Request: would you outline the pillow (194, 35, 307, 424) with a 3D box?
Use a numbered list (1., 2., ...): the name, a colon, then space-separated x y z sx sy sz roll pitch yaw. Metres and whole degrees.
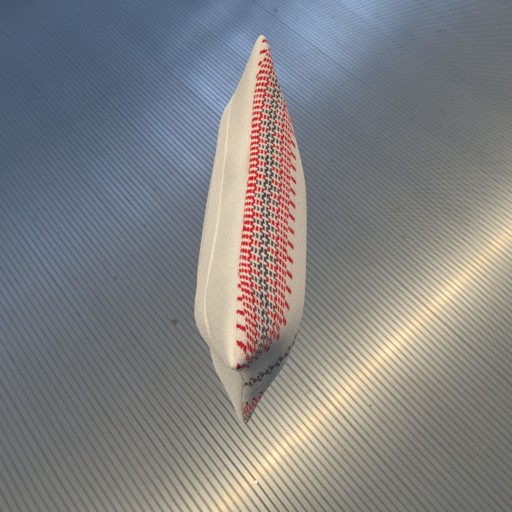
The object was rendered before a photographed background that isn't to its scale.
1. pillow: 0.000 0.000 0.716 0.160 0.454 0.463 3 63 2
